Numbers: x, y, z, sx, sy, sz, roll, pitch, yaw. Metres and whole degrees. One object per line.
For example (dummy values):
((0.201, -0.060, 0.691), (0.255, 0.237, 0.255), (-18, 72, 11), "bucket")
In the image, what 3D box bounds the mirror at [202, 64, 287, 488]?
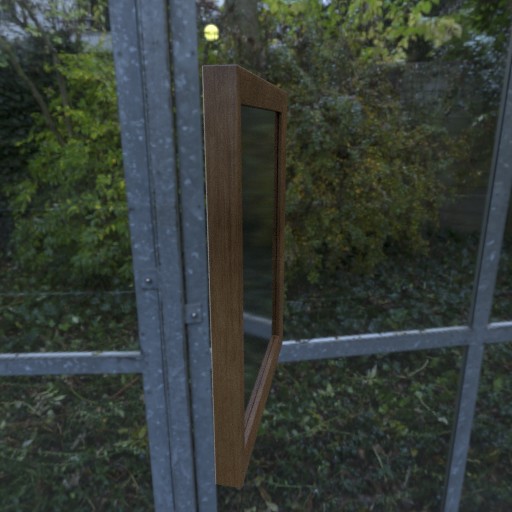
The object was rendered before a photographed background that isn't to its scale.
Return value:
((0.000, 0.000, 0.696), (0.041, 0.508, 0.405), (3, 17, 10), "mirror")
